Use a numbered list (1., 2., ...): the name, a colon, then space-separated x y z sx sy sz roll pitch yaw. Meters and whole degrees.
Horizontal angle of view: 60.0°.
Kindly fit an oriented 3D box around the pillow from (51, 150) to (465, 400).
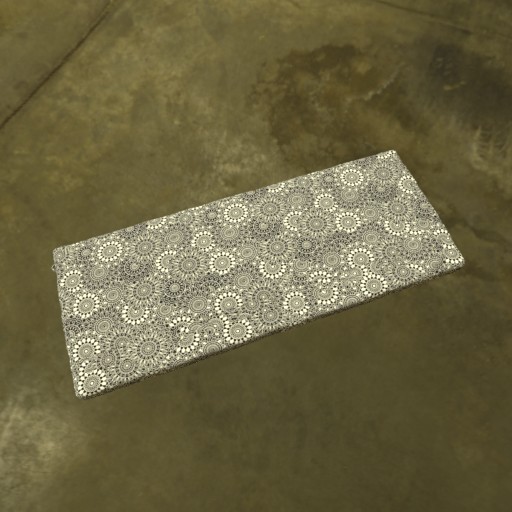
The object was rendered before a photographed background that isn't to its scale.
1. pillow: 0.000 0.000 1.337 1.187 0.081 0.492 -18 65 -9
